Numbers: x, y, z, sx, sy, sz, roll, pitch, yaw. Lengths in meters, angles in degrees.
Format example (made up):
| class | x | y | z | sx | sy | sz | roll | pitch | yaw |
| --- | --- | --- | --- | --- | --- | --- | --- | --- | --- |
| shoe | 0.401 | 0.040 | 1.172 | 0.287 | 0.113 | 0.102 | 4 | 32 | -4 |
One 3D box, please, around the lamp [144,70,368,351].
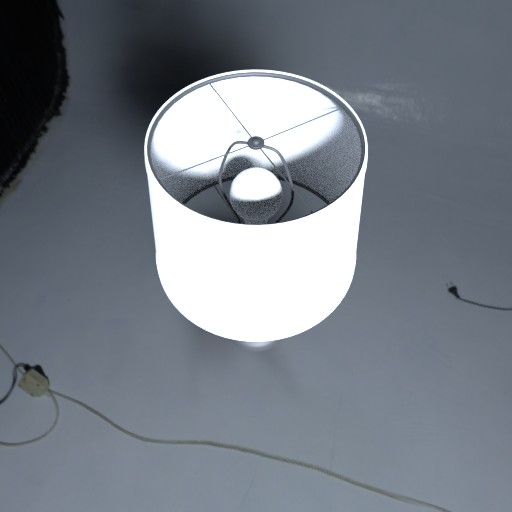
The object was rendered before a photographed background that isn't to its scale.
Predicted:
| class | x | y | z | sx | sy | sz | roll | pitch | yaw |
| --- | --- | --- | --- | --- | --- | --- | --- | --- | --- |
| lamp | 0.000 | 0.000 | 0.716 | 0.310 | 0.501 | 0.310 | 0 | 57 | 0 |
